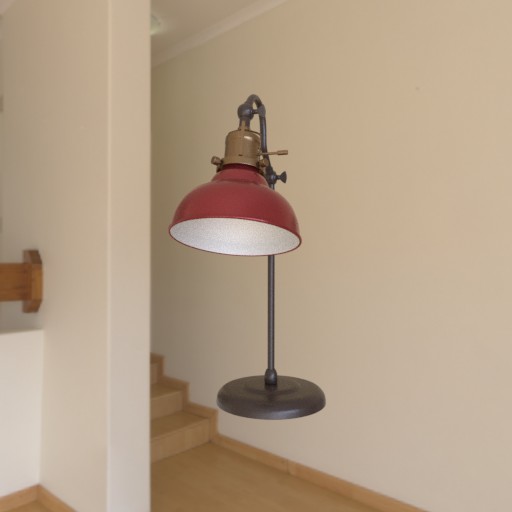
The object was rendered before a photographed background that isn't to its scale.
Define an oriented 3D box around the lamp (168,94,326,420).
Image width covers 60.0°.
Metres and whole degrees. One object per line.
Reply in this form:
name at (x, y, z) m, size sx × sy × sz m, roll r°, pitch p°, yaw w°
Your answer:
lamp at (0.000, 0.000, 0.699) m, size 0.192 × 0.508 × 0.374 m, roll 0°, pitch -1°, yaw 17°
